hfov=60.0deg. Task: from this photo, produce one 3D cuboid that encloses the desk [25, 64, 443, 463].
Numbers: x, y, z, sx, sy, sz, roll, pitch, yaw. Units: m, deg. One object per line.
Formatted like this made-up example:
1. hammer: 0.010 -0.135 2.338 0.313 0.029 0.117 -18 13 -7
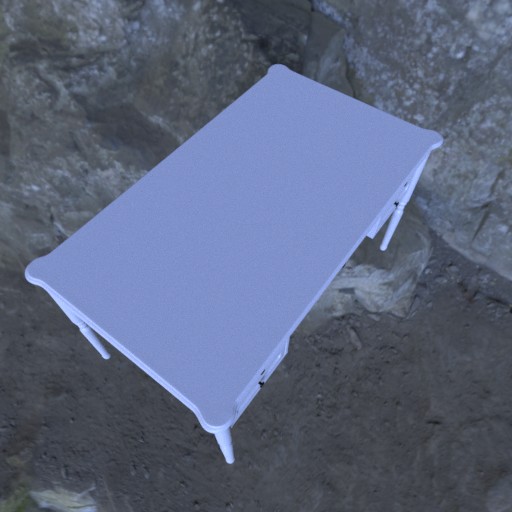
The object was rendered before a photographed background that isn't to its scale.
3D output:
1. desk: 0.000 0.000 1.847 0.807 0.762 1.380 32 62 19
